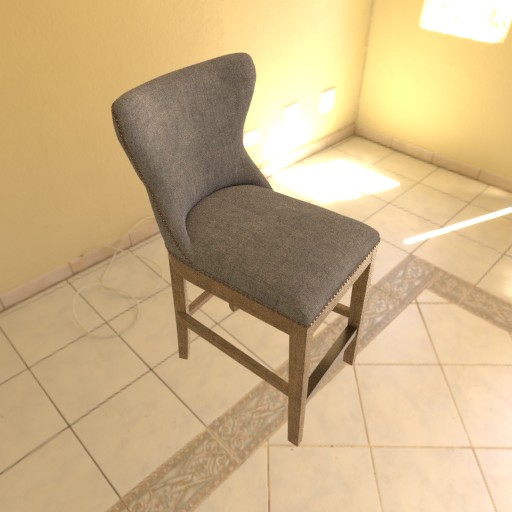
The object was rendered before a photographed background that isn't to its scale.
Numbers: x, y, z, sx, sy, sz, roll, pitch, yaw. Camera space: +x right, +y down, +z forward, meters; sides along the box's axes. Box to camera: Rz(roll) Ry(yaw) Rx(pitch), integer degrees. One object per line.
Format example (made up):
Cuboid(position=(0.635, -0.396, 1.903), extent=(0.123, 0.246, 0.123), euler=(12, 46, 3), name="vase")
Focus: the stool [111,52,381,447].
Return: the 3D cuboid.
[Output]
Cuboid(position=(0.000, 0.000, 1.319), extent=(0.608, 0.981, 0.498), euler=(25, 46, 27), name="stool")
